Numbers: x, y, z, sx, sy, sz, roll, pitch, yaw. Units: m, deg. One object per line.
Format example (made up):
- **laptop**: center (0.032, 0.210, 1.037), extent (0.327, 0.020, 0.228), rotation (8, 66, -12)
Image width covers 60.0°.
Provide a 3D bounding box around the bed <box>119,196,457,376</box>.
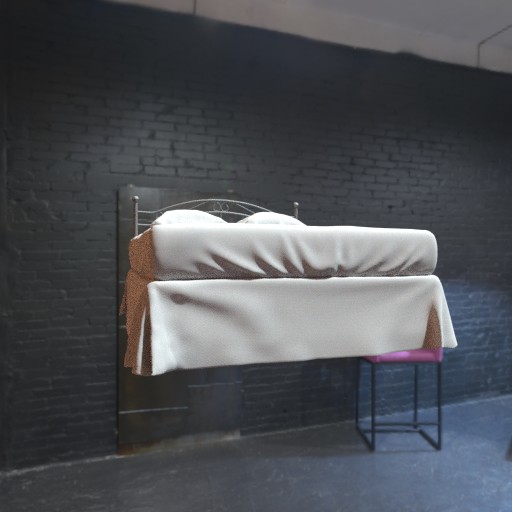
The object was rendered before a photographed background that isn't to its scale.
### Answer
- **bed**: center (0.000, 0.000, 3.281), extent (1.936, 1.080, 2.215), rotation (0, 0, -19)
